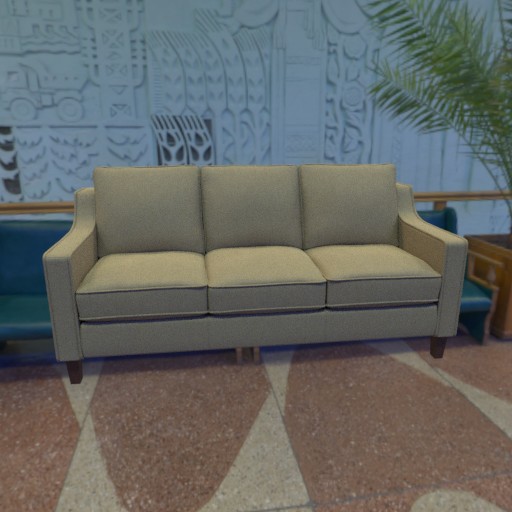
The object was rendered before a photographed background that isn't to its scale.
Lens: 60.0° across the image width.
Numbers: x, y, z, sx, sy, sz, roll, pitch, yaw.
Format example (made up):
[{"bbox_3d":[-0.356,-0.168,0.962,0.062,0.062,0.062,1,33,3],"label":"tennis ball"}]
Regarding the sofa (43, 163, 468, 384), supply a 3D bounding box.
[{"bbox_3d":[0.000,0.000,2.494,1.986,0.974,0.911,-2,17,-7],"label":"sofa"}]
